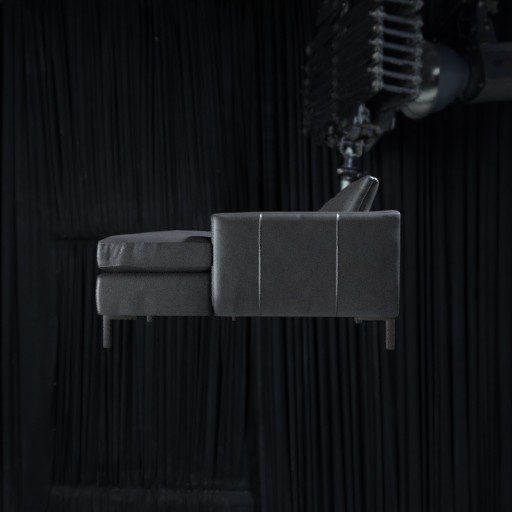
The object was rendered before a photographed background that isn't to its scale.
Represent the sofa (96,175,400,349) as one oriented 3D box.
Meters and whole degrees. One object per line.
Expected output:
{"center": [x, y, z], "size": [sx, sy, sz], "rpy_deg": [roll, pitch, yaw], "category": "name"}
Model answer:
{"center": [0.000, 0.000, 3.587], "size": [1.471, 0.859, 2.993], "rpy_deg": [0, 1, 2], "category": "sofa"}
